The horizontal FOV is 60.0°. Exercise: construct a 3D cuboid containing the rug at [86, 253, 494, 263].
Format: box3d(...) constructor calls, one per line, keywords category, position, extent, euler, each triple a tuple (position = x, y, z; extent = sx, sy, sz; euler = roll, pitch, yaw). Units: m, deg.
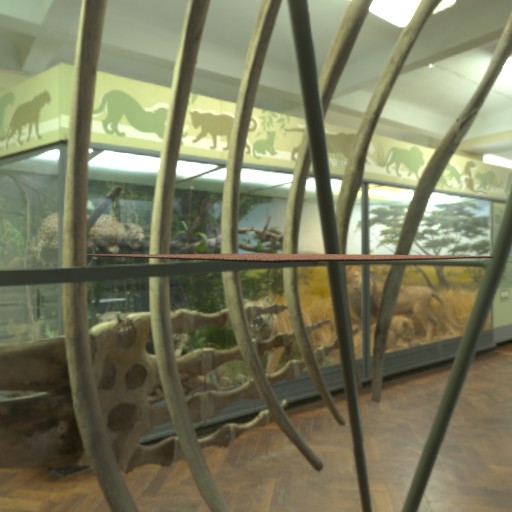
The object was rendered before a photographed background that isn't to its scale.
box3d(category="rug", position=(0.000, 0.000, 2.175), extent=(1.139, 0.011, 1.747), euler=(-1, 1, -36))
